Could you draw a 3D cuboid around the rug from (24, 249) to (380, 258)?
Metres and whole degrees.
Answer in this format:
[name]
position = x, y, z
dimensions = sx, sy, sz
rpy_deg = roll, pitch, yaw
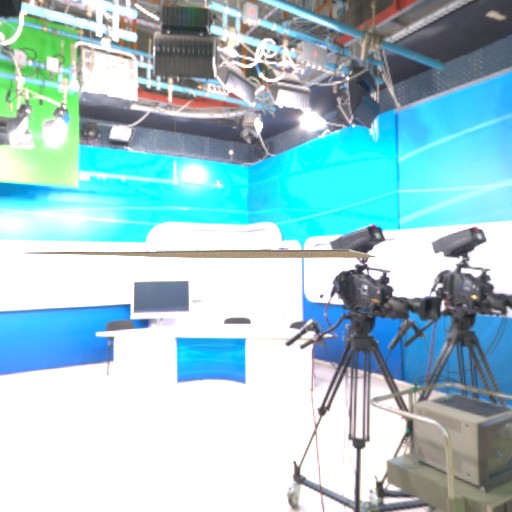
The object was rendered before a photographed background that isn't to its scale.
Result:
[rug]
position = 0.000, 0.000, 3.028
dimensions = 1.527, 0.016, 2.442
rpy_deg = 0, -1, 18
